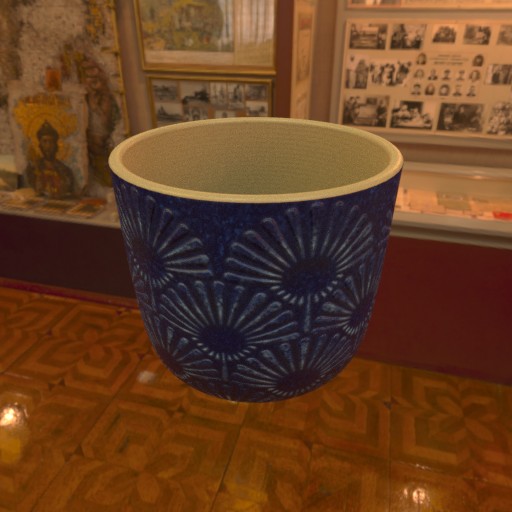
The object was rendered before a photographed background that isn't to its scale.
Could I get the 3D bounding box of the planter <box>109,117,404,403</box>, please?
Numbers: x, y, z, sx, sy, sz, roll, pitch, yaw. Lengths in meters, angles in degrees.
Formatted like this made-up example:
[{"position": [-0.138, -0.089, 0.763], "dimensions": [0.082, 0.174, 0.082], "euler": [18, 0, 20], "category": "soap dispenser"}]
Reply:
[{"position": [0.000, 0.000, 0.219], "dimensions": [0.124, 0.109, 0.124], "euler": [0, 29, 0], "category": "planter"}]
